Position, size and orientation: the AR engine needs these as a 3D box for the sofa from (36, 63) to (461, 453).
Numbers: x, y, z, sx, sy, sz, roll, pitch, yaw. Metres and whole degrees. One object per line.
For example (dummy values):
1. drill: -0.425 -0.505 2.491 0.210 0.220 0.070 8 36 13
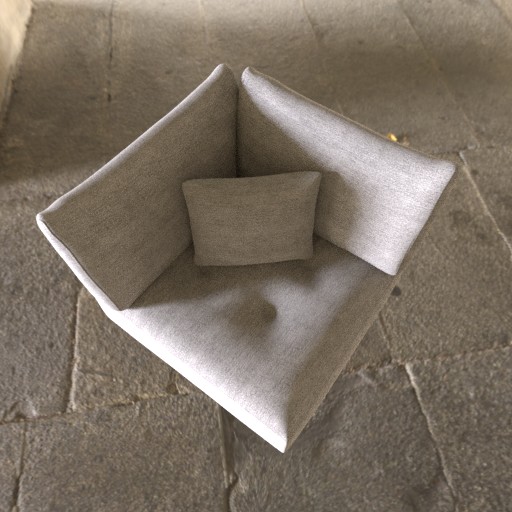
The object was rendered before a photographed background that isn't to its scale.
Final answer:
1. sofa: 0.000 0.000 1.733 1.000 0.820 1.000 32 64 18
